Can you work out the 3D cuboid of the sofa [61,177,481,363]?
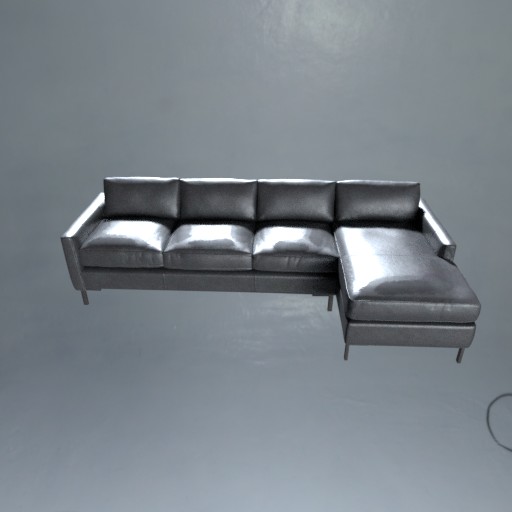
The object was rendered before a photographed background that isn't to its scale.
[{"bbox_3d":[0.000,0.000,3.531,2.993,0.859,1.471,1,30,2],"label":"sofa"}]
